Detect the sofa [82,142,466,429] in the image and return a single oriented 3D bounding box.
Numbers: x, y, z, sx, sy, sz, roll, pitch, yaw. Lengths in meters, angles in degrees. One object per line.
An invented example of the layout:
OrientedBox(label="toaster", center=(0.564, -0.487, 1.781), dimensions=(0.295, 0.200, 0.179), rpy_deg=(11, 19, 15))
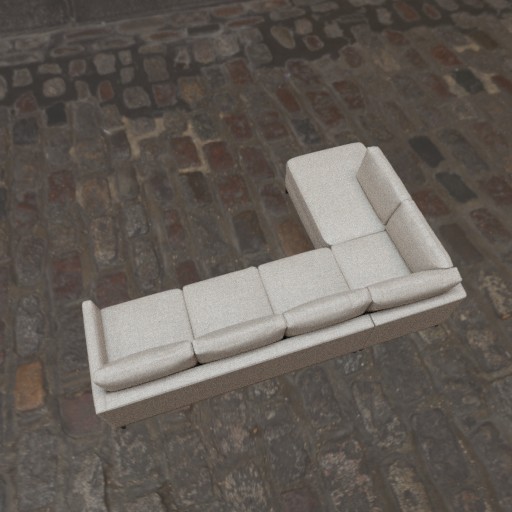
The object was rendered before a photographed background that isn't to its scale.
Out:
OrientedBox(label="sofa", center=(0.000, 0.000, 3.199), dimensions=(2.423, 0.703, 1.617), rpy_deg=(-15, 59, -9))
